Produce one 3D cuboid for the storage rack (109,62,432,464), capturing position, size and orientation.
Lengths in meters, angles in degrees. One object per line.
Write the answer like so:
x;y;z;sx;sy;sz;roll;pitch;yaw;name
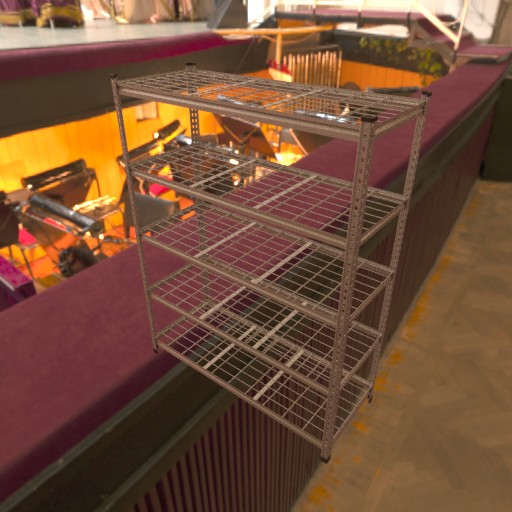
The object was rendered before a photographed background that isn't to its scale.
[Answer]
0.000;0.000;2.678;1.524;1.981;0.610;22;37;32;storage rack
